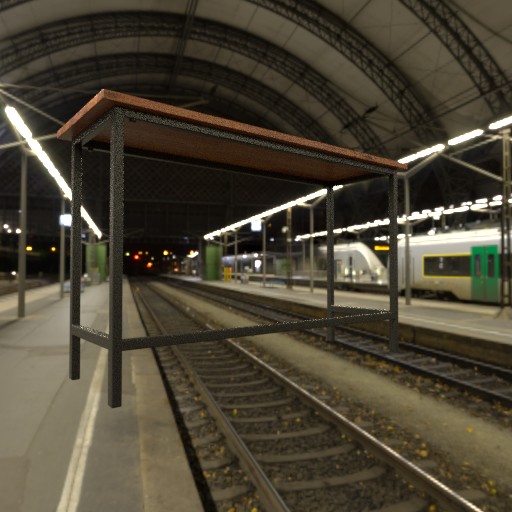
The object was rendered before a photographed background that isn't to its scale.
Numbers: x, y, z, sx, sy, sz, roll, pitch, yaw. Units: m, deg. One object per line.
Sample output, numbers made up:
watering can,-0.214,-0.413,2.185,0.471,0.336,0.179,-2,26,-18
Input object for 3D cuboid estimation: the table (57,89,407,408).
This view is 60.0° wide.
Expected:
table,0.000,0.000,1.536,1.204,0.740,0.408,1,-2,-38
